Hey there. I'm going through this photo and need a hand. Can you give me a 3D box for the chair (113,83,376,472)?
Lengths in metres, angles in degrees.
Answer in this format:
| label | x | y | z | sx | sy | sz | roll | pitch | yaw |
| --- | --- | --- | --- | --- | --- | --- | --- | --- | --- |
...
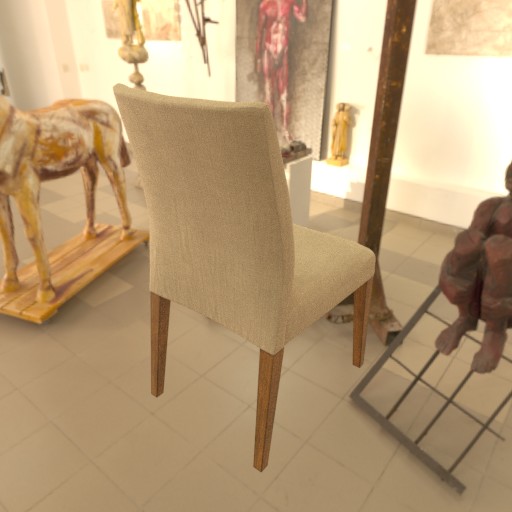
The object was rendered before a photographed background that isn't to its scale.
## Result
| label | x | y | z | sx | sy | sz | roll | pitch | yaw |
| --- | --- | --- | --- | --- | --- | --- | --- | --- | --- |
| chair | 0.000 | 0.000 | 1.259 | 0.496 | 0.940 | 0.585 | 21 | 35 | 33 |
